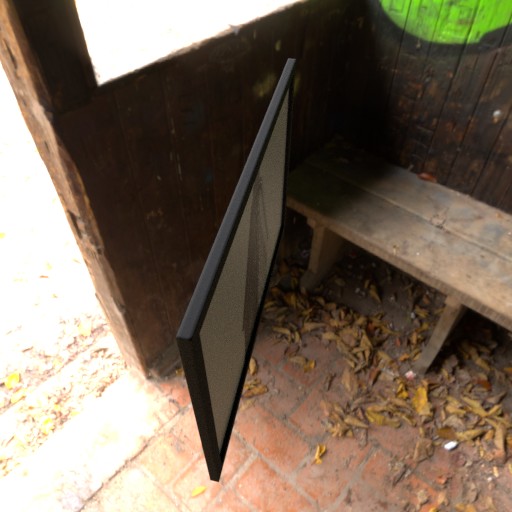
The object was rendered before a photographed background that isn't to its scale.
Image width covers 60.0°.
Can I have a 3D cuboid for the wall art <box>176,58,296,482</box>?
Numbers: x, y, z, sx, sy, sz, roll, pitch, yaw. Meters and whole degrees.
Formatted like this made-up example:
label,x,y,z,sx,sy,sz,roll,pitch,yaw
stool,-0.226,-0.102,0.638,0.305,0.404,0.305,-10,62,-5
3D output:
label,x,y,z,sx,sy,sz,roll,pitch,yaw
wall art,0.000,0.000,1.193,0.026,0.656,0.958,9,48,9
